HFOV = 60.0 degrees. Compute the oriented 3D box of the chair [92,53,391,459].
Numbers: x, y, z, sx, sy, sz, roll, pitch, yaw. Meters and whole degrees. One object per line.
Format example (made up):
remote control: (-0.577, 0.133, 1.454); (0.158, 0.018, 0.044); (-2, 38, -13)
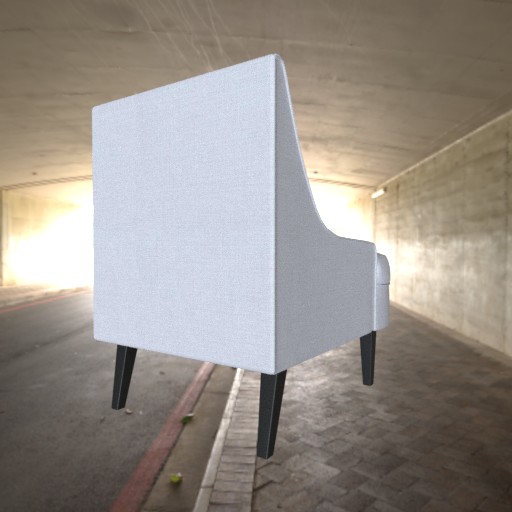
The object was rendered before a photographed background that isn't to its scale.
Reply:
chair: (0.000, 0.000, 1.422); (0.658, 0.891, 0.772); (1, 1, 35)
